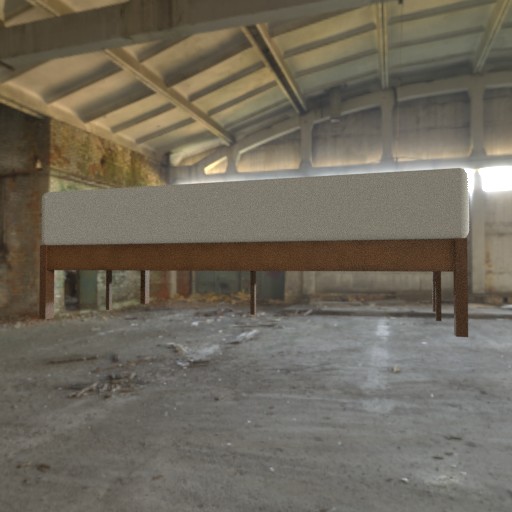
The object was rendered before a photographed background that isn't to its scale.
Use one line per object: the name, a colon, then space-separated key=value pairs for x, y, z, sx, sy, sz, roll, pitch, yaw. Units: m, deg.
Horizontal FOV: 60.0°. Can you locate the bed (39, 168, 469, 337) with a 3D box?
bed: x=0.000 y=0.000 z=2.331 sx=1.902 sy=0.616 sz=0.961 roll=0 pitch=-1 yaw=17
